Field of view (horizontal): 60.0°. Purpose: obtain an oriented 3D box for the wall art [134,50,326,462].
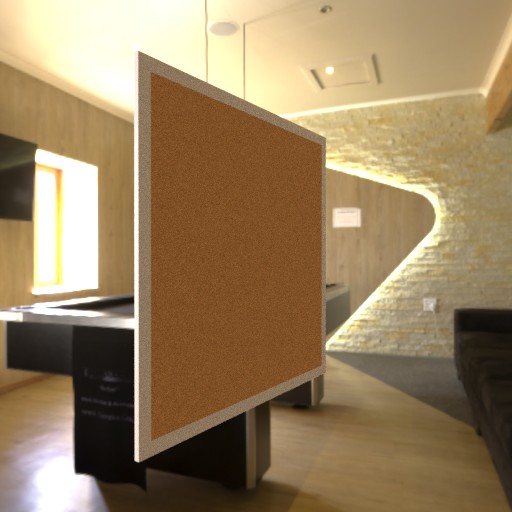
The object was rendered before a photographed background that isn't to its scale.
[{"bbox_3d":[0.000,0.000,0.830,0.009,0.559,0.558,0,0,36],"label":"wall art"}]
